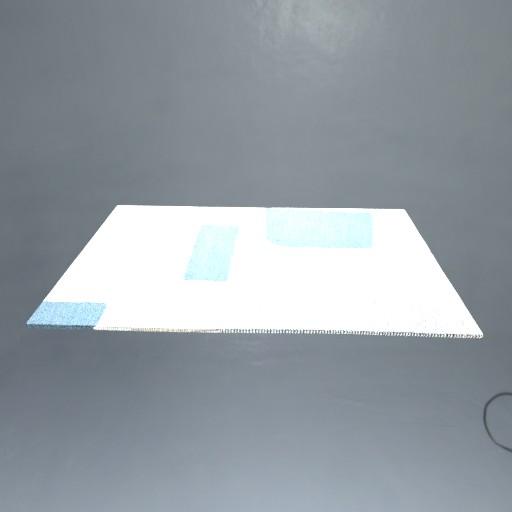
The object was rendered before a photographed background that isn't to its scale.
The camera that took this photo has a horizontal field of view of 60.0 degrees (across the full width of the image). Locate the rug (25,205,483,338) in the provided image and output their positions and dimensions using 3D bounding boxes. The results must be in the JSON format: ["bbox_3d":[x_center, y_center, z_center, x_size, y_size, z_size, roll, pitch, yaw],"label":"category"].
[{"bbox_3d":[0.000,0.000,2.313,1.847,0.020,1.238,1,30,2],"label":"rug"}]
